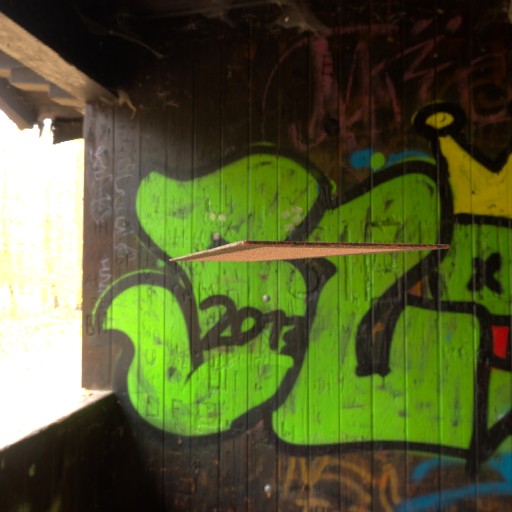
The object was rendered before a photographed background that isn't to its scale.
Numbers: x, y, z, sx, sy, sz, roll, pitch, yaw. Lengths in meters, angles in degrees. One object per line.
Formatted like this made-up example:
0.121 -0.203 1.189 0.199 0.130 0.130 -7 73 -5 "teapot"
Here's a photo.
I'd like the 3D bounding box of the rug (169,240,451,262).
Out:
0.000 0.000 2.684 0.810 0.016 2.413 1 -2 -16 "rug"
